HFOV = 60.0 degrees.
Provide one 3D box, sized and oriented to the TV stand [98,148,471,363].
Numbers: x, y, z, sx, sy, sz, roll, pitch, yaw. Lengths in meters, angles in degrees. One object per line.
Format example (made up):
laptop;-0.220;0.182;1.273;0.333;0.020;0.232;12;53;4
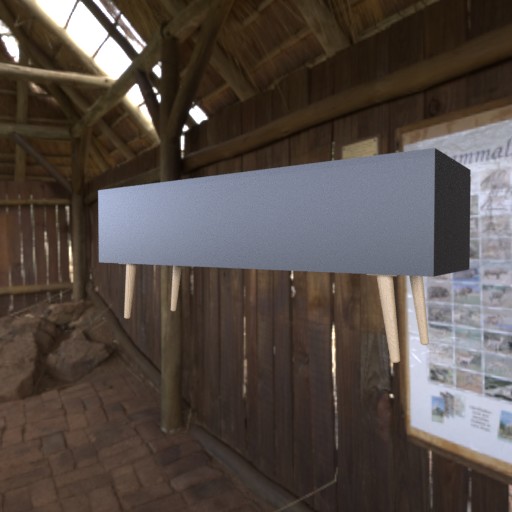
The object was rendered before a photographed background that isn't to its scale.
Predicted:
TV stand;0.000;0.000;1.559;1.312;0.518;0.390;1;2;37
